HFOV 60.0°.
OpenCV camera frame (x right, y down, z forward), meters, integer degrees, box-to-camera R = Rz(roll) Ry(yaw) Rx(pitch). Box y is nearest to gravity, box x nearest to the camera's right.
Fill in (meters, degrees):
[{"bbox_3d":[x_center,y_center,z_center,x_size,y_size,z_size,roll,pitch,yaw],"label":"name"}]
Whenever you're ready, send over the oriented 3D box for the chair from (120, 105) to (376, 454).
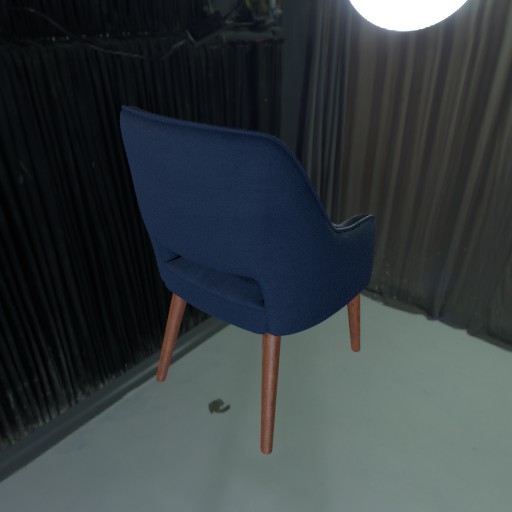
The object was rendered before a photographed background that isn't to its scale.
[{"bbox_3d":[0.000,0.000,1.227,0.559,0.844,0.591,21,36,32],"label":"chair"}]
